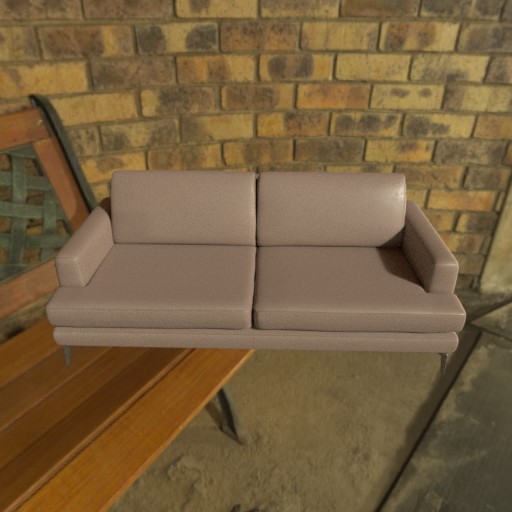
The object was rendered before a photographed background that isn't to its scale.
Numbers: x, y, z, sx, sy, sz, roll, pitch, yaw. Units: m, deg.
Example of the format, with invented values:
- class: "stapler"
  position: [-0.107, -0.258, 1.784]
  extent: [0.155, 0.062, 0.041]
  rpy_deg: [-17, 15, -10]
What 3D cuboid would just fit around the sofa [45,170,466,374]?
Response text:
- class: "sofa"
  position: [0.000, 0.000, 2.411]
  extent: [1.940, 0.765, 0.974]
  rpy_deg: [1, 30, 1]
